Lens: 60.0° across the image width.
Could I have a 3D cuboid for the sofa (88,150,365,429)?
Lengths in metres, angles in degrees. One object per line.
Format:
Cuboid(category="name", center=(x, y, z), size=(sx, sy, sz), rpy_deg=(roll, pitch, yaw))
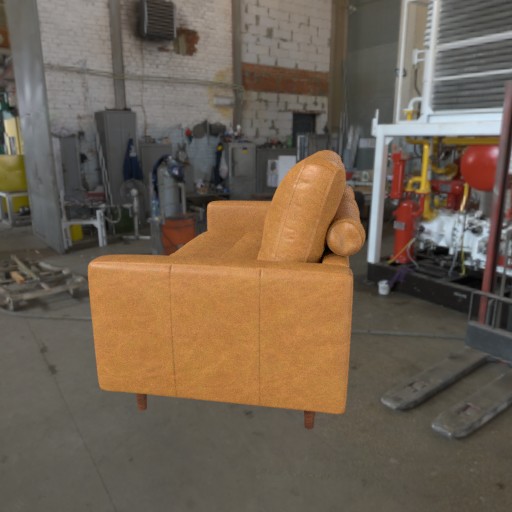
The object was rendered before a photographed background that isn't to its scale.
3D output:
Cuboid(category="sofa", center=(0.000, 0.000, 1.975), size=(0.868, 0.898, 1.430), rpy_deg=(3, 15, 10))
